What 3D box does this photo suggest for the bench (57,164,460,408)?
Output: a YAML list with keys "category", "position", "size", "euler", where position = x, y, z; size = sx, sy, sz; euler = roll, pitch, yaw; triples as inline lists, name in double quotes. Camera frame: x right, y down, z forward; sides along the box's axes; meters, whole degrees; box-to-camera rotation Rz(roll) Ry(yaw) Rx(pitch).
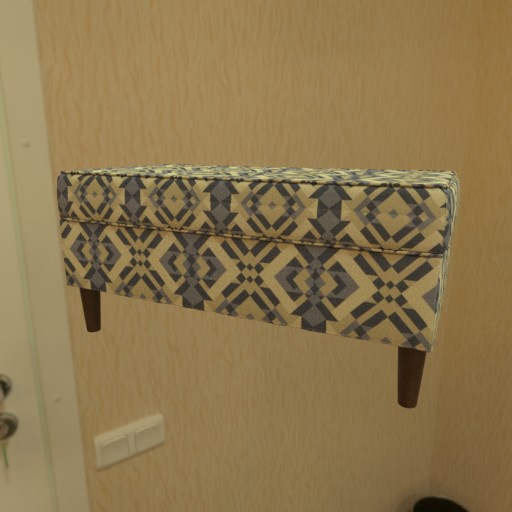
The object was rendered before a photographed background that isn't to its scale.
- category: "bench"
  position: [0.000, 0.000, 1.262]
  size: [1.016, 0.477, 0.492]
  euler: [7, 16, 25]
